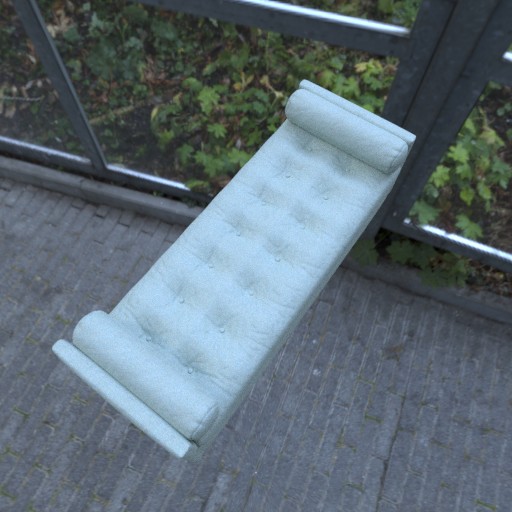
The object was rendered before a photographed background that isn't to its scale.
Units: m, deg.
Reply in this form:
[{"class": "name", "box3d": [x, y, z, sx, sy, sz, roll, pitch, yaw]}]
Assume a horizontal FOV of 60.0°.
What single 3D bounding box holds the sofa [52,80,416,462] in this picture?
[{"class": "sofa", "box3d": [0.000, 0.000, 2.516, 0.796, 0.705, 2.102, 33, 68, 15]}]
